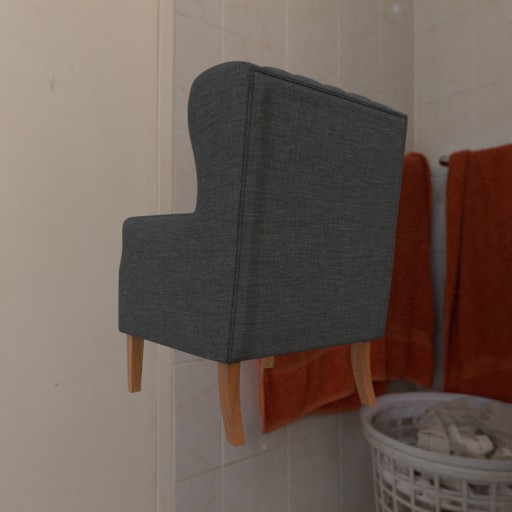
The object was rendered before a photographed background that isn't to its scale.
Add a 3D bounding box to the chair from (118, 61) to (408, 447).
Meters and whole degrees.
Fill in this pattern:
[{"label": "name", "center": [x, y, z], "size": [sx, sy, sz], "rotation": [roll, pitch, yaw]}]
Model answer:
[{"label": "chair", "center": [0.000, 0.000, 1.494], "size": [0.711, 0.953, 0.775], "rotation": [1, -1, -36]}]
